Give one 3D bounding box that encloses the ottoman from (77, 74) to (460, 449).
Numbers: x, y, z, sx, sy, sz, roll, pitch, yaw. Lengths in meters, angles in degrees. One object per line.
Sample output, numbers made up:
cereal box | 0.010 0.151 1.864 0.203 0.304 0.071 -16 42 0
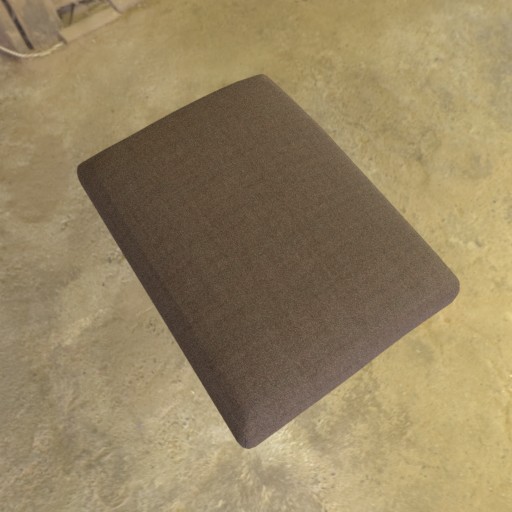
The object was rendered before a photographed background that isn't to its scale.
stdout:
ottoman | 0.000 0.000 1.220 0.599 0.555 0.809 -31 68 -14
